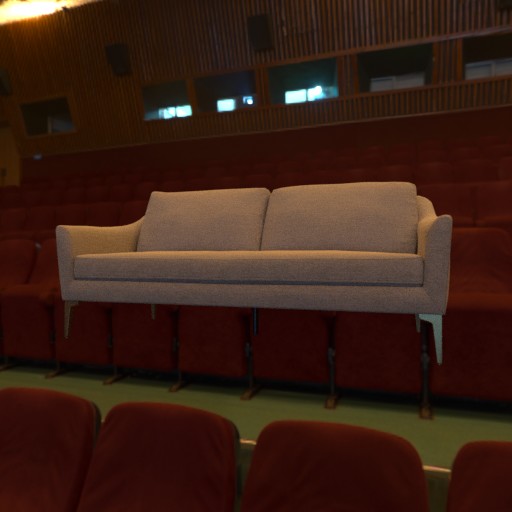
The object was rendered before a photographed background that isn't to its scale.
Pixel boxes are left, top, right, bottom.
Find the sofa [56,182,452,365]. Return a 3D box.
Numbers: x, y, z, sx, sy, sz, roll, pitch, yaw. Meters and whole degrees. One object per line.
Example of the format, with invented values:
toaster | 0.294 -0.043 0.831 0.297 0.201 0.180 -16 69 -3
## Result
sofa | 0.000 0.000 2.579 2.036 0.913 0.980 0 0 19
